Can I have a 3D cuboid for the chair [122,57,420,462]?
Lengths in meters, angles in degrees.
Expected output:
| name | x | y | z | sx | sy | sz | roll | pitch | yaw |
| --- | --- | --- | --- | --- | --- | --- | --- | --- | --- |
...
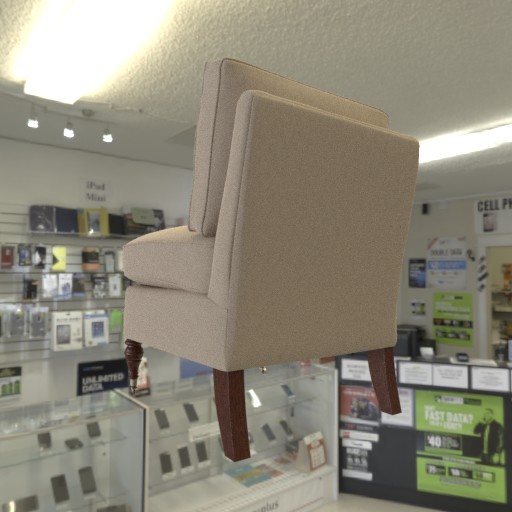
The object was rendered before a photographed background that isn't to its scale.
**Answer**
| name | x | y | z | sx | sy | sz | roll | pitch | yaw |
| --- | --- | --- | --- | --- | --- | --- | --- | --- | --- |
| chair | 0.000 | 0.000 | 1.599 | 0.724 | 1.052 | 0.912 | 2 | -3 | -36 |
